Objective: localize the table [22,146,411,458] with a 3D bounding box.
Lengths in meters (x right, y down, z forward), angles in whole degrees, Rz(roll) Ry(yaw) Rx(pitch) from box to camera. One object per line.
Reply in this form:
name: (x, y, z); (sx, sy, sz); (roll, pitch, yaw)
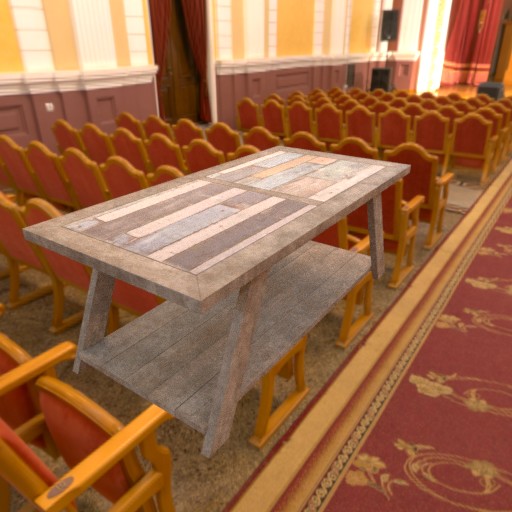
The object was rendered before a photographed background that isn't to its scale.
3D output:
table: (0.000, 0.000, 1.529); (0.610, 0.470, 1.219); (17, 31, 31)
